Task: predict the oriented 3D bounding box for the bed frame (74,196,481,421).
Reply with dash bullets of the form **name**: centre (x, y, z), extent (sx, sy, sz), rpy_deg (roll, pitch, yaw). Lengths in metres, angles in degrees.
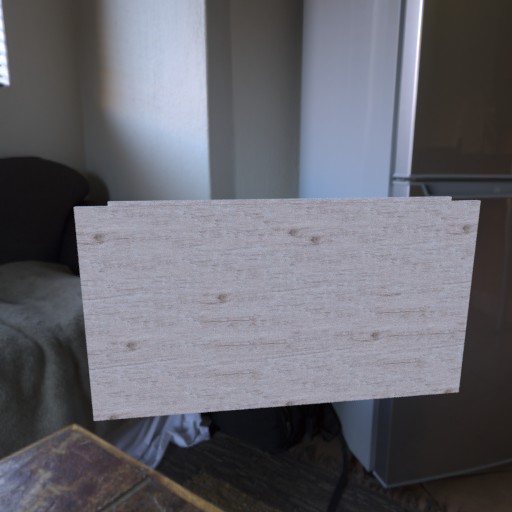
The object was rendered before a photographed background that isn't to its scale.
- **bed frame**: centre (0.000, 0.000, 2.985), extent (1.750, 0.970, 2.080), rpy_deg (-2, 13, -8)
